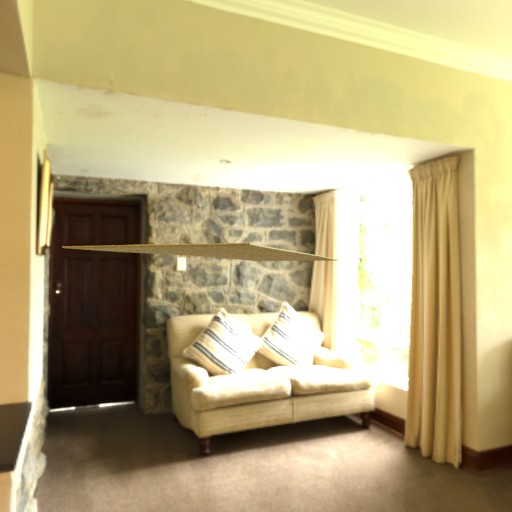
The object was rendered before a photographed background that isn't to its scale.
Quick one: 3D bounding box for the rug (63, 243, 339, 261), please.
[{"bbox_3d":[0.000,0.000,2.543,0.686,0.013,2.340,-1,-2,17],"label":"rug"}]
